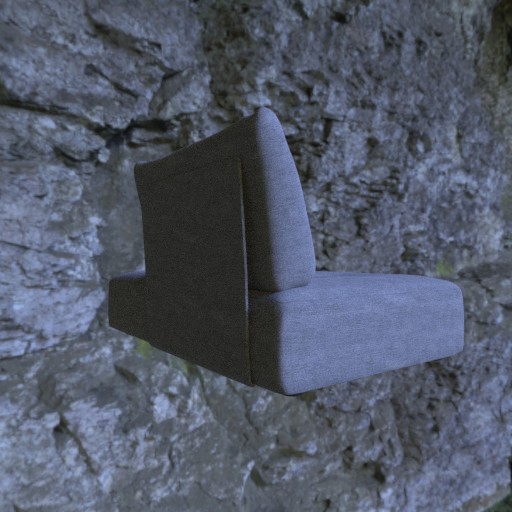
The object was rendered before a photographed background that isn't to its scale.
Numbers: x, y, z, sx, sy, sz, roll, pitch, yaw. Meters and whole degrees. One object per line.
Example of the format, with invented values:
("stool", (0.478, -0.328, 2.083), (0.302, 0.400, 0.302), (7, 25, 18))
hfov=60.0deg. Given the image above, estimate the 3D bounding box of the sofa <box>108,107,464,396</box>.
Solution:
("sofa", (0.000, 0.000, 2.028), (1.002, 0.820, 1.450), (0, 0, -36))
